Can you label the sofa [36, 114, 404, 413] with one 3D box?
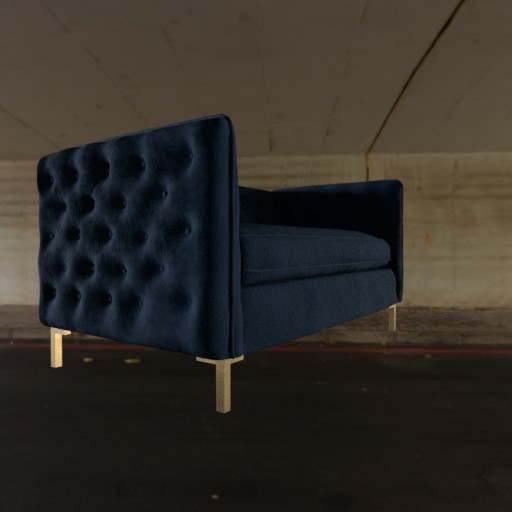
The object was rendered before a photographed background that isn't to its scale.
[{"bbox_3d":[0.000,0.000,2.013,0.909,0.810,1.583,1,2,35],"label":"sofa"}]
